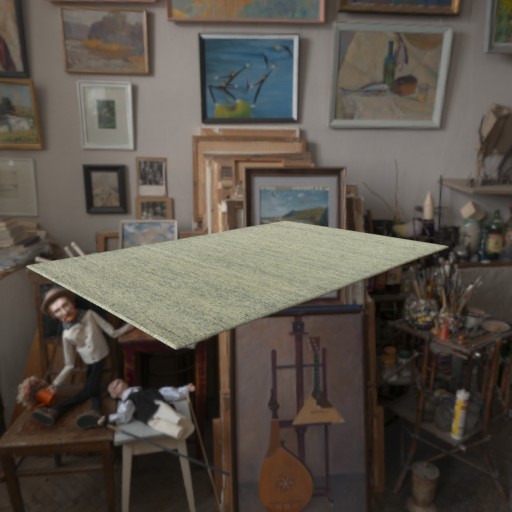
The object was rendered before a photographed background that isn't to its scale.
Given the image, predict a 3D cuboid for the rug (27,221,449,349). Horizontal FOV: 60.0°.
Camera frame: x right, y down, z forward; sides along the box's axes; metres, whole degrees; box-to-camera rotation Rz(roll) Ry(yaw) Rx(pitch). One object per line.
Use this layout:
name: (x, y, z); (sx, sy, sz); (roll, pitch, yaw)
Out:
rug: (0.000, 0.000, 2.302); (1.846, 0.014, 1.243); (-13, 19, -43)
